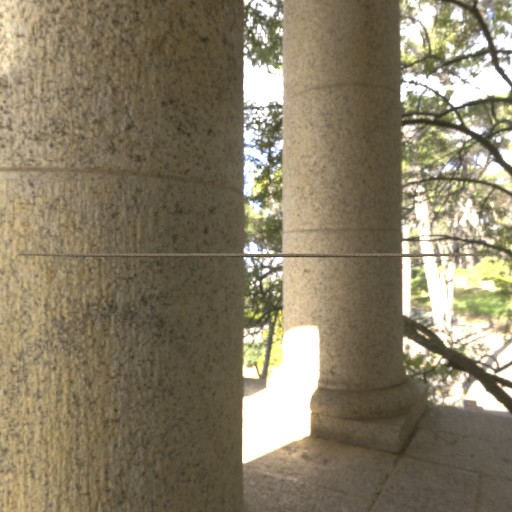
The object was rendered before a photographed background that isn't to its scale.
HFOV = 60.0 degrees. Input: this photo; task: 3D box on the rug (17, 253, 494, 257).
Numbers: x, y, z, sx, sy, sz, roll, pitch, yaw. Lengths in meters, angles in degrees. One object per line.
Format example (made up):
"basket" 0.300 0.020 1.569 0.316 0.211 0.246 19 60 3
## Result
"rug" 0.000 0.000 2.305 1.828 0.007 1.220 0 -1 0
